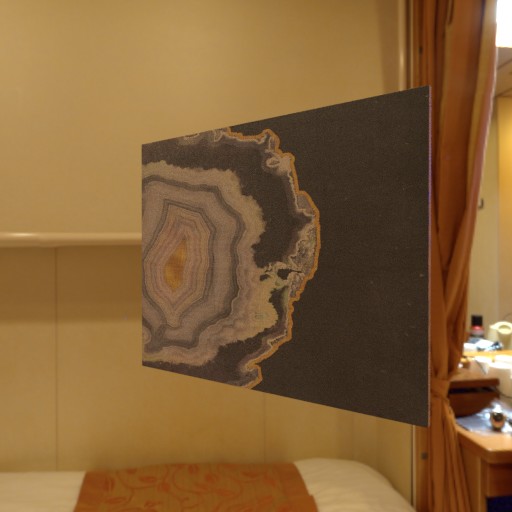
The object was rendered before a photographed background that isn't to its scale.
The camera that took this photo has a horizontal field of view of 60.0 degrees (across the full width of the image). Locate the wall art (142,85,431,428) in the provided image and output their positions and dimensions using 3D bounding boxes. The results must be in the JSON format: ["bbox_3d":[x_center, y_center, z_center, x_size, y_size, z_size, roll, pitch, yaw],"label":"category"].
[{"bbox_3d":[0.000,0.000,0.676,0.508,0.408,0.010,0,1,35],"label":"wall art"}]
